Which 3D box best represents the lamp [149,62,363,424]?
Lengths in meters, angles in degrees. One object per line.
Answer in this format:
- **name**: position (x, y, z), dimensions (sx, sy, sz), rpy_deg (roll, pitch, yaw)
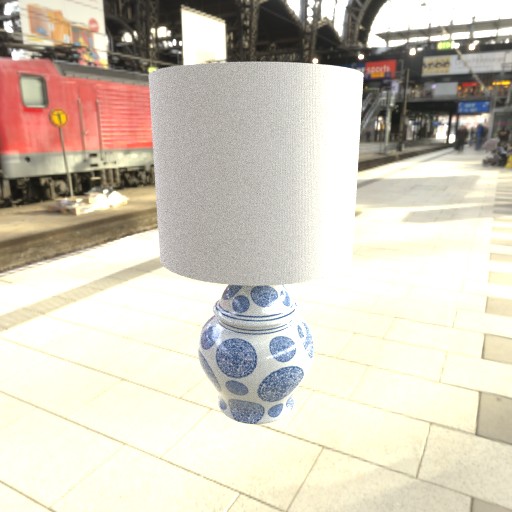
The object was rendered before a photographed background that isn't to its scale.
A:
- **lamp**: position (0.000, 0.000, 0.506), dimensions (0.215, 0.381, 0.215), rpy_deg (8, 18, 25)
